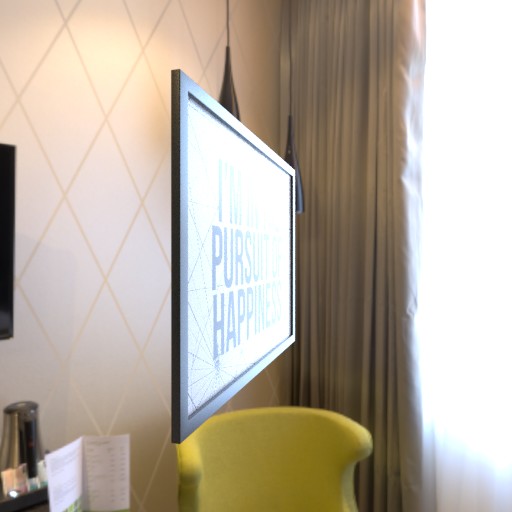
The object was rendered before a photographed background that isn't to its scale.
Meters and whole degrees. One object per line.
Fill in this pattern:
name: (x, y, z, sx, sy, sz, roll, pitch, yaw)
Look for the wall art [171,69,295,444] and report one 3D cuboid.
wall art: (0.000, 0.000, 1.045, 0.015, 0.552, 0.819, 0, 0, 17)
